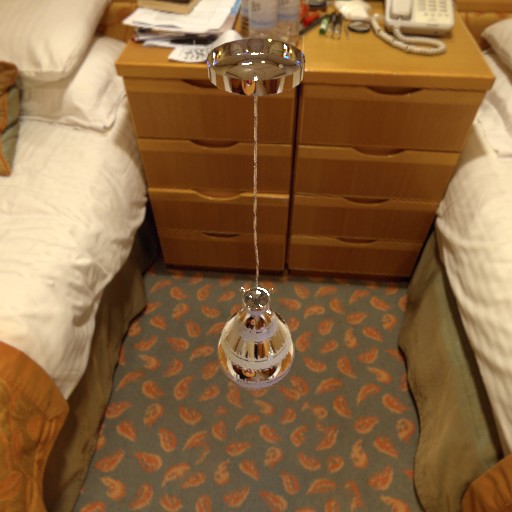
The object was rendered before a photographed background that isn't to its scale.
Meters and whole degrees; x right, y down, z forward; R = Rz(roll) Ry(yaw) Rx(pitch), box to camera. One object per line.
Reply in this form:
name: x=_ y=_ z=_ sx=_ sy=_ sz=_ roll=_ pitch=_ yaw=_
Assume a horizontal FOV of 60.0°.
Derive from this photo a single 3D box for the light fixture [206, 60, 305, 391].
light fixture: x=0.000 y=0.000 z=1.647 sx=0.374 sy=1.457 sz=0.374 roll=-33 pitch=55 yaw=-27
